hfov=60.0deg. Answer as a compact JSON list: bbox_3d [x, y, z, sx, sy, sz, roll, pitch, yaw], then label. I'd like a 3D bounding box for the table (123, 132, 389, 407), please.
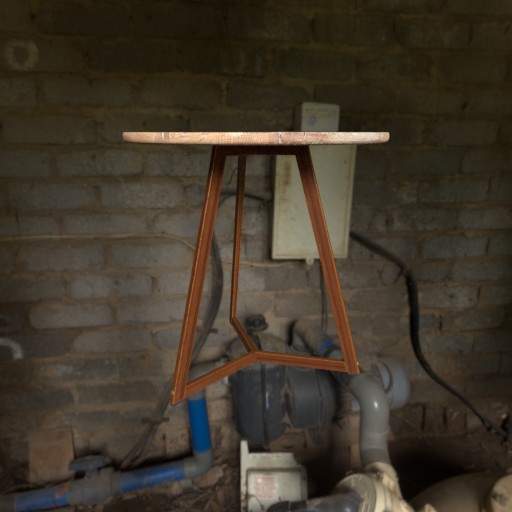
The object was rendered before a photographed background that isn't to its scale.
[{"bbox_3d":[0.000,0.000,0.931,0.500,0.500,0.500,0,16,0],"label":"table"}]
